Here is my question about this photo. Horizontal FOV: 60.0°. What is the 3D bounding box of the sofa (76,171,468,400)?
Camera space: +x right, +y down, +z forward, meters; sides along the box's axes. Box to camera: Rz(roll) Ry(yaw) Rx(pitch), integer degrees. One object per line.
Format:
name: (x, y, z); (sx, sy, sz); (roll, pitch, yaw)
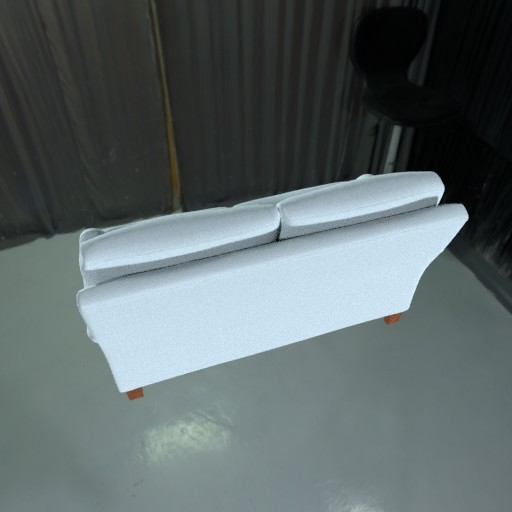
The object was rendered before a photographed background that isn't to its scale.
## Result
sofa: (0.000, 0.000, 2.538); (1.853, 1.101, 1.084); (-13, 43, -14)
